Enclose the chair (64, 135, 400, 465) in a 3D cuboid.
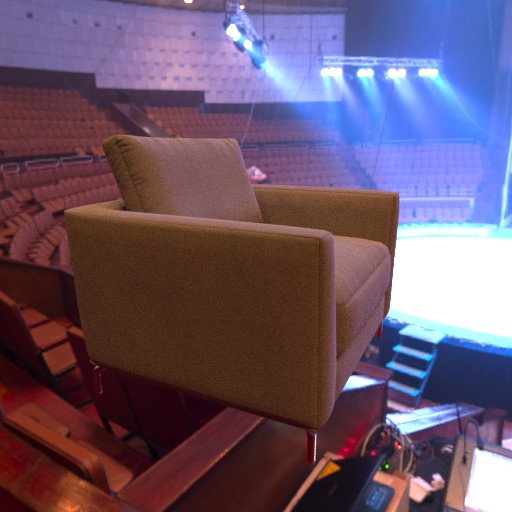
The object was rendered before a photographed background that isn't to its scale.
[{"bbox_3d":[0.000,0.000,1.647,0.889,0.864,1.041,7,16,26],"label":"chair"}]
